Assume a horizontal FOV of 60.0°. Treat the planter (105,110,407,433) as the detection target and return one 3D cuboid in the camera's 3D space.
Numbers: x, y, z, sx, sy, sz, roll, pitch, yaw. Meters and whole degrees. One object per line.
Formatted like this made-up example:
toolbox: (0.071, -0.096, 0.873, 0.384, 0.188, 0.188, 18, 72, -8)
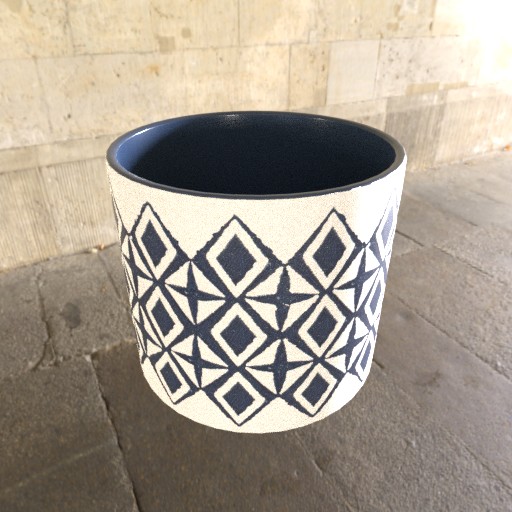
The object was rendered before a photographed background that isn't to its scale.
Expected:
planter: (0.000, 0.000, 0.277, 0.159, 0.144, 0.159, 0, 30, 0)
